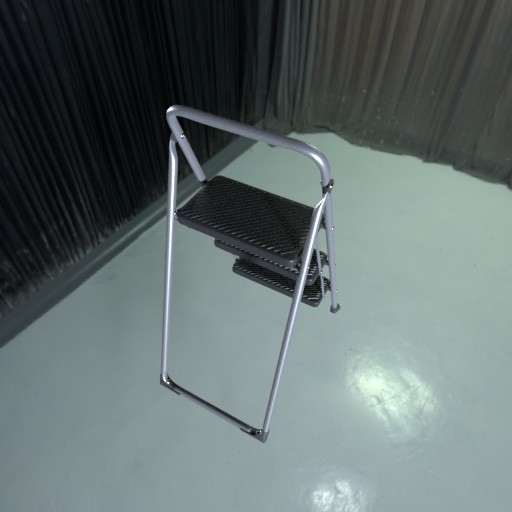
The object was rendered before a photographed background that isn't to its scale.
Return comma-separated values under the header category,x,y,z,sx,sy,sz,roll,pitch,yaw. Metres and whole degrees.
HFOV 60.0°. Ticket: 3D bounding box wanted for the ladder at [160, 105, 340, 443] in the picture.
category,x,y,z,sx,sy,sz,roll,pitch,yaw
ladder,0.000,0.000,1.314,0.430,0.945,0.629,22,51,20
